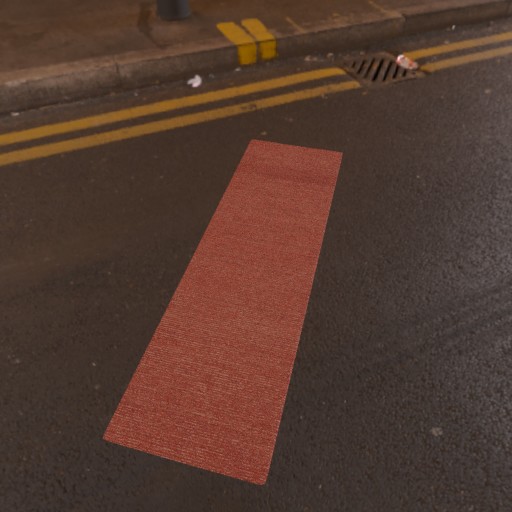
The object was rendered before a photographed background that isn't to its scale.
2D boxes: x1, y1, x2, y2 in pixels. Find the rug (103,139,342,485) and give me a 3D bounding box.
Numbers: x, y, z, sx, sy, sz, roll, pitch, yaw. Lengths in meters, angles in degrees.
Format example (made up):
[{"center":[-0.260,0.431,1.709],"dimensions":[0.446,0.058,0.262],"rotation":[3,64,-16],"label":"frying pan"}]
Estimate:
[{"center":[0.000,0.000,2.511],"dimensions":[0.687,0.012,2.307],"rotation":[11,48,10],"label":"rug"}]
